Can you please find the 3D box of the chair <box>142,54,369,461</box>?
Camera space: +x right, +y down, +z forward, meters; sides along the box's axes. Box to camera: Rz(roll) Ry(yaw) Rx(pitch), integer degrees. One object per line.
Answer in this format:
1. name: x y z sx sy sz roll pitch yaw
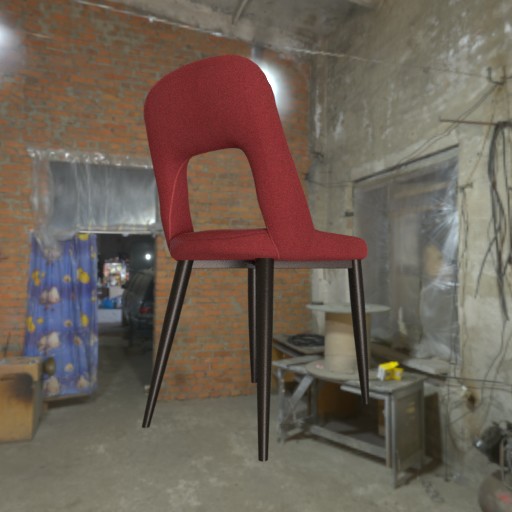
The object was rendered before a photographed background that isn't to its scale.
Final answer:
1. chair: 0.000 0.000 1.239 0.483 0.892 0.569 -1 -2 36
